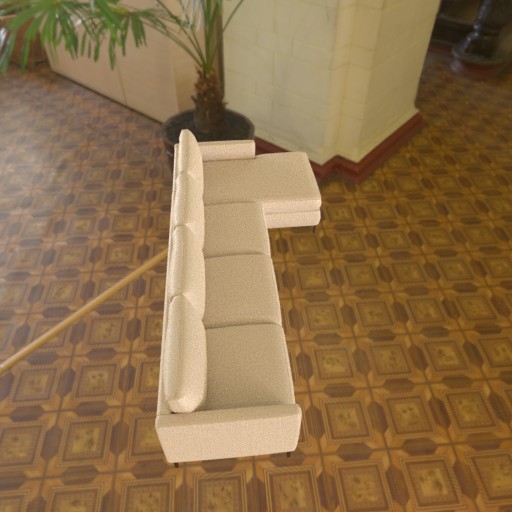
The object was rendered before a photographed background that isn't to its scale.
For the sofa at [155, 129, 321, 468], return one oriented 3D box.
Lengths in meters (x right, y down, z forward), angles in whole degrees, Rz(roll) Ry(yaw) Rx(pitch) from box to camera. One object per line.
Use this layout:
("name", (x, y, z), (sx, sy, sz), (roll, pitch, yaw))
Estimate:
("sofa", (0.000, 0.000, 3.291), (1.258, 0.755, 2.731), (-4, 45, -4))
